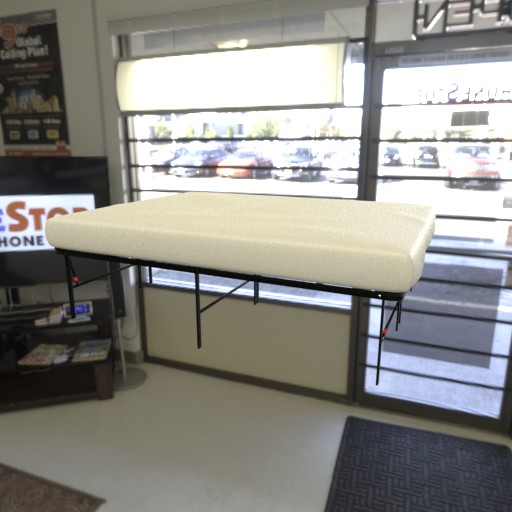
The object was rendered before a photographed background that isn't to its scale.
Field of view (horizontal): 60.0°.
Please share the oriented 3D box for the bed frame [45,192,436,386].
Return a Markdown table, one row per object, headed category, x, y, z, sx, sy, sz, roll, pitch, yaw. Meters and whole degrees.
| category | x | y | z | sx | sy | sz | roll | pitch | yaw |
| --- | --- | --- | --- | --- | --- | --- | --- | --- | --- |
| bed frame | 0.000 | 0.000 | 2.959 | 2.151 | 0.667 | 1.584 | 7 | 16 | 24 |
